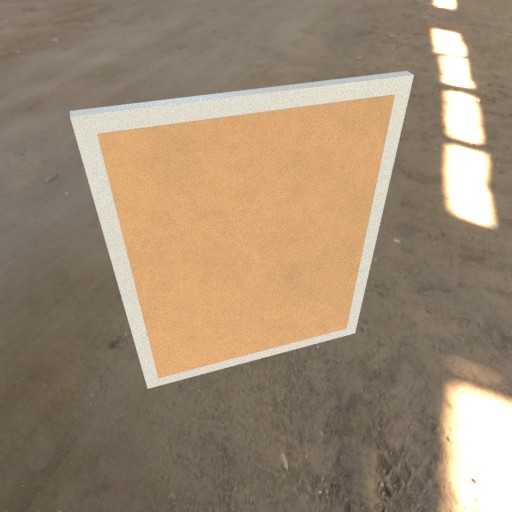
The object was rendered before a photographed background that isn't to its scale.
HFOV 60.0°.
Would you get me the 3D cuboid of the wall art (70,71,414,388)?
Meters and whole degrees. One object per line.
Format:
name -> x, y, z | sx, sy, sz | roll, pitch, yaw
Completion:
wall art -> 0.000, 0.000, 1.092 | 0.661, 0.811, 0.026 | -12, 42, -13
